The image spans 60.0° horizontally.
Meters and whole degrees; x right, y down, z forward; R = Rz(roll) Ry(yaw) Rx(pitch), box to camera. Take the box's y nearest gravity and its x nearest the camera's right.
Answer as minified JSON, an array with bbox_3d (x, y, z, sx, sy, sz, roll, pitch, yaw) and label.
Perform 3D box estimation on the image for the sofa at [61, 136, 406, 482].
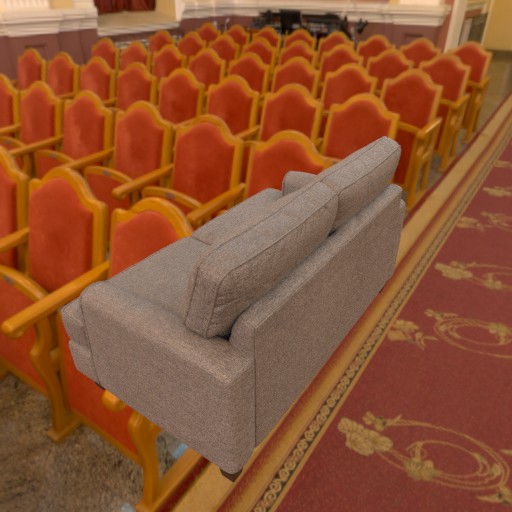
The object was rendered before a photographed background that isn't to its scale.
[{"bbox_3d":[0.000,0.000,2.199,0.965,0.965,1.651,20,37,29],"label":"sofa"}]
